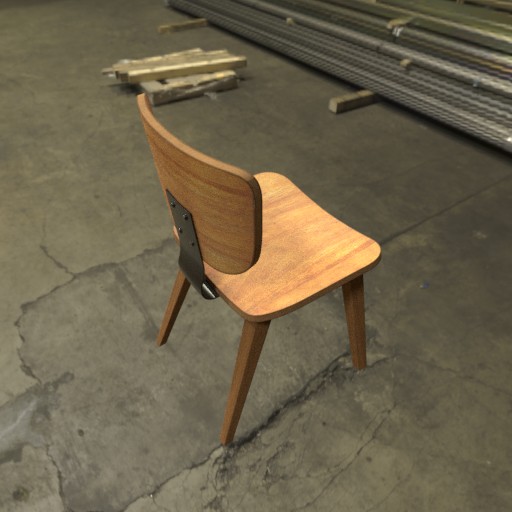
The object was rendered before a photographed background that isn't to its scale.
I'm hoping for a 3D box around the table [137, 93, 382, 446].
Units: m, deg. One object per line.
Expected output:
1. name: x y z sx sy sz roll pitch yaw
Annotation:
1. table: 0.000 0.000 1.154 0.500 0.805 0.499 -25 48 -25
